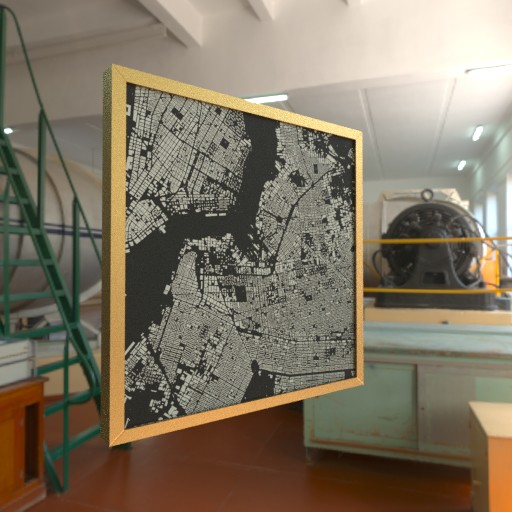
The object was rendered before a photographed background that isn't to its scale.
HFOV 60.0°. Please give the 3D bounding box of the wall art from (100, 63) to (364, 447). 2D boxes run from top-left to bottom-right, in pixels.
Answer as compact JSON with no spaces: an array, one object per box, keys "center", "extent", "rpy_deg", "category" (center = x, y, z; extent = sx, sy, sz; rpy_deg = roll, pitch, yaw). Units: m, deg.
[{"center":[0.000,0.000,1.907],"extent":[1.284,1.284,0.095],"rpy_deg":[1,-1,-37],"category":"wall art"}]
